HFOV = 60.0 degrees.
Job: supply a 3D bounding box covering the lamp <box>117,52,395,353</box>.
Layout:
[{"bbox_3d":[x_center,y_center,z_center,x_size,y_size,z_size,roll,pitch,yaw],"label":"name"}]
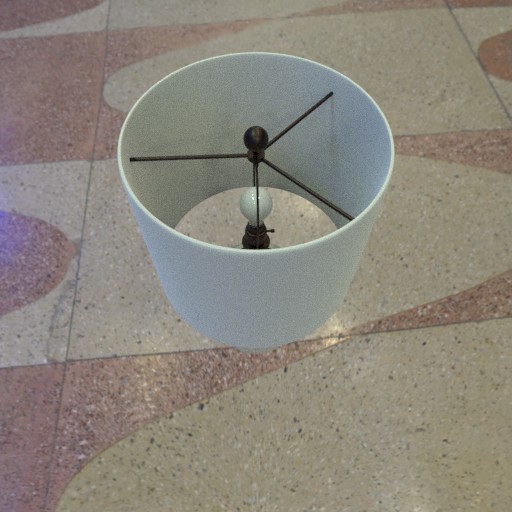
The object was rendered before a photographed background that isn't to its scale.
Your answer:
[{"bbox_3d":[0.000,0.000,0.760,0.328,0.570,0.328,0,59,0],"label":"lamp"}]
